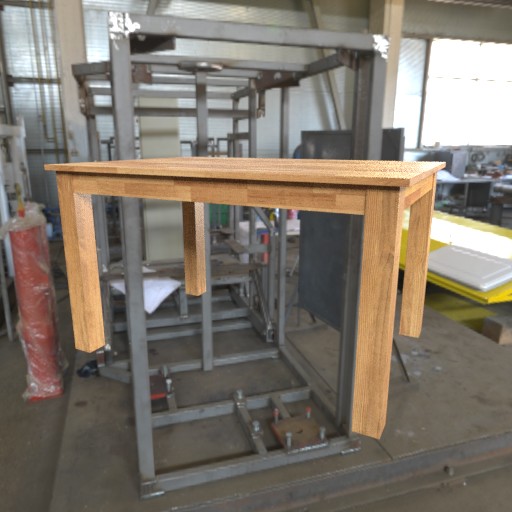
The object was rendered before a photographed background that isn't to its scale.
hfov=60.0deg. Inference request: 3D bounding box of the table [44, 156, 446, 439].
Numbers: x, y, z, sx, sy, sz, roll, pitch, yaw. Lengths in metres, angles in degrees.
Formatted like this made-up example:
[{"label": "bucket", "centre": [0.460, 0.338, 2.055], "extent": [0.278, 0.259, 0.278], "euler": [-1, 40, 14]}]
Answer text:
[{"label": "table", "centre": [0.000, 0.000, 1.831], "extent": [1.300, 0.750, 0.900], "euler": [8, 17, 27]}]
